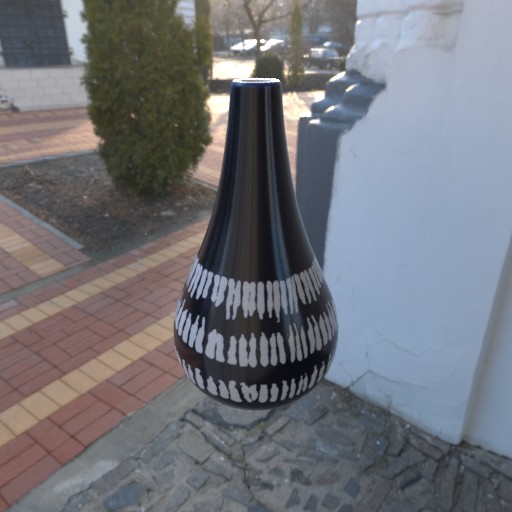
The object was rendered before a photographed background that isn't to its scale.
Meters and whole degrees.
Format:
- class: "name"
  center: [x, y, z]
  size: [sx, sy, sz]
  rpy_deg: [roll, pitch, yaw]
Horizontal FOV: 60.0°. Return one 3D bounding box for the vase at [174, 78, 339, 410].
- class: "vase"
  center: [0.000, 0.000, 0.399]
  size: [0.159, 0.295, 0.159]
  rpy_deg: [0, 26, 0]
